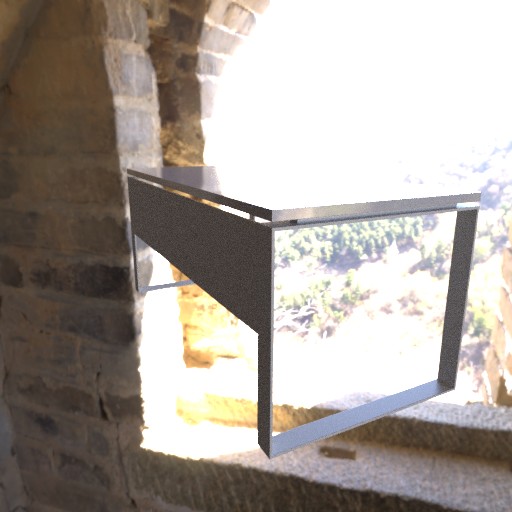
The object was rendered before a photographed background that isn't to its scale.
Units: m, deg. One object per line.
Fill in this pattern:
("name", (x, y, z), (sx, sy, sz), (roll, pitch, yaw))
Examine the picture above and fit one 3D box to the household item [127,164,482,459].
("household item", (0.000, 0.000, 2.115), (0.800, 0.745, 1.700), (-8, 17, -27))
